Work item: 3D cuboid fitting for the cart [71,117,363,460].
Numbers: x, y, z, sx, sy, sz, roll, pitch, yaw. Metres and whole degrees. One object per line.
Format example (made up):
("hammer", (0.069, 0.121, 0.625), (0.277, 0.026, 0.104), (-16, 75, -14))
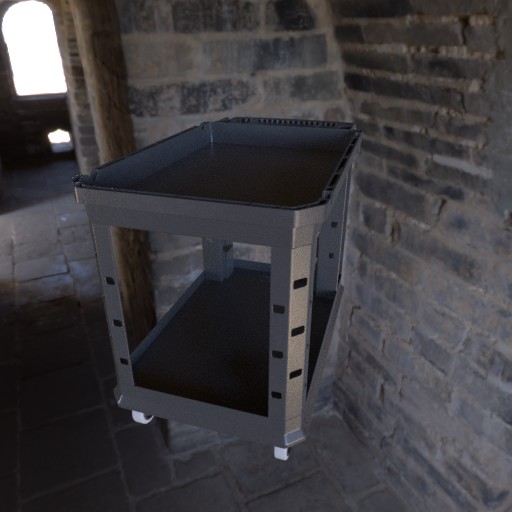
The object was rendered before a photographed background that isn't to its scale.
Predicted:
("cart", (0.000, 0.000, 1.742), (0.674, 0.884, 1.239), (8, 27, 15))
